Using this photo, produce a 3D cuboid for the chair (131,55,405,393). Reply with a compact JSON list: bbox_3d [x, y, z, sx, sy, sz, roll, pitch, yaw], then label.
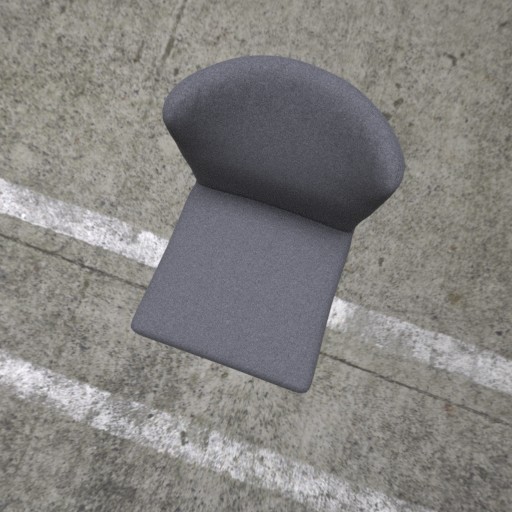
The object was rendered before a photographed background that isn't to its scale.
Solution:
[{"bbox_3d":[0.000,0.000,1.178,0.491,0.839,0.592,19,76,5],"label":"chair"}]
